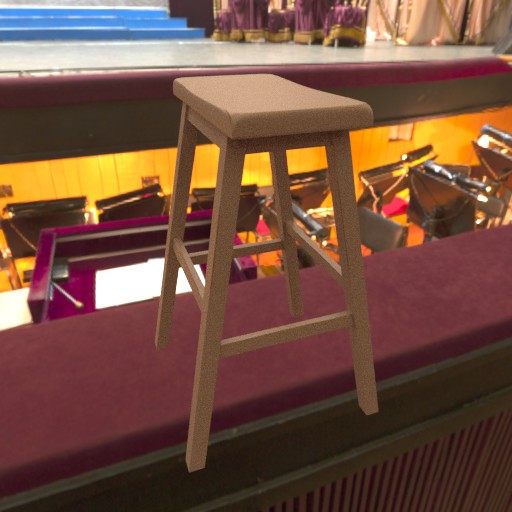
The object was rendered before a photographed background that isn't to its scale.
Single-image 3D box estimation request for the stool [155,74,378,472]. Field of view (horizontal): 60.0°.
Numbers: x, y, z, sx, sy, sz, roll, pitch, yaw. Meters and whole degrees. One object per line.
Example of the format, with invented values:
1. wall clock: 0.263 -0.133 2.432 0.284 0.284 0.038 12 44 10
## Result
1. stool: 0.000 0.000 1.034 0.476 0.737 0.457 -10 30 -18
